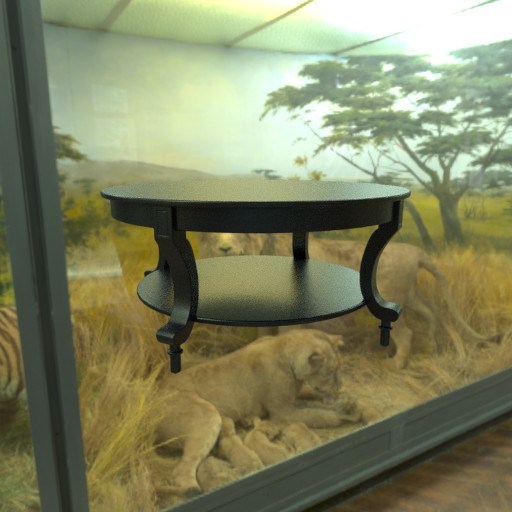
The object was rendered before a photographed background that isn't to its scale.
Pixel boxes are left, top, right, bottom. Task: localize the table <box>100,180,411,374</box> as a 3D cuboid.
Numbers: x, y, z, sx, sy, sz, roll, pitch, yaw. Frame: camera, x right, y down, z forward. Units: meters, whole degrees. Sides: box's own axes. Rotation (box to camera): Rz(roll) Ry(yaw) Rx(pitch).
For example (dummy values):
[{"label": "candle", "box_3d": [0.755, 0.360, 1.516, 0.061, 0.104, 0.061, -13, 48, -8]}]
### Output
[{"label": "table", "box_3d": [0.000, 0.000, 1.597, 1.029, 0.491, 1.029, 0, 13, 0]}]
